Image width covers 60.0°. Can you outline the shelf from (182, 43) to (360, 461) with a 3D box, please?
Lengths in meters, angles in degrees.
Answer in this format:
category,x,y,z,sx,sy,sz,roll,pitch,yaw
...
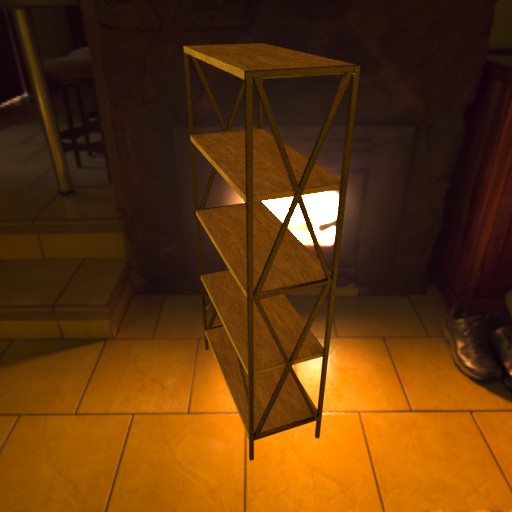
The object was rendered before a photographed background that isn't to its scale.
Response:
category,x,y,z,sx,sy,sz,roll,pitch,yaw
shelf,0.000,0.000,2.163,0.386,1.803,0.874,-11,32,-18
